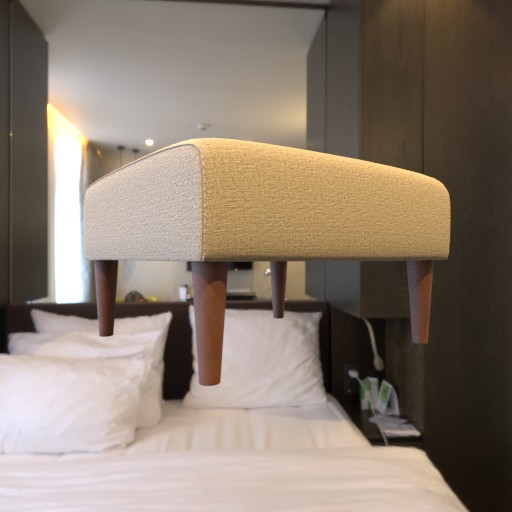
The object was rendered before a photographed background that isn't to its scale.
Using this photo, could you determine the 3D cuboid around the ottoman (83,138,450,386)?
[{"bbox_3d":[0.000,0.000,1.062,0.650,0.398,0.649,0,0,-36],"label":"ottoman"}]
